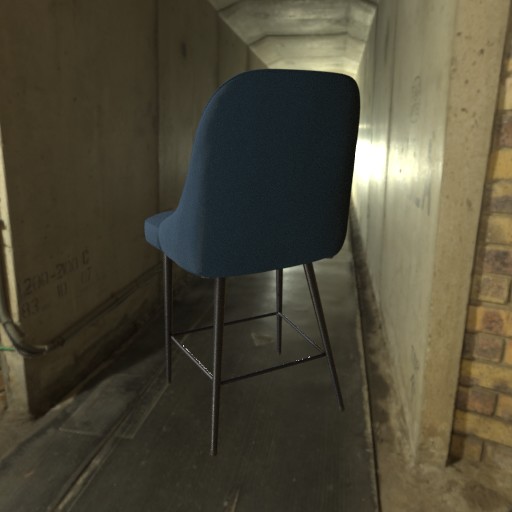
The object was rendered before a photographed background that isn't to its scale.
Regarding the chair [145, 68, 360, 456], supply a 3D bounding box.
[{"bbox_3d":[0.000,0.000,1.254,0.526,0.927,0.489,-8,18,-26],"label":"chair"}]
